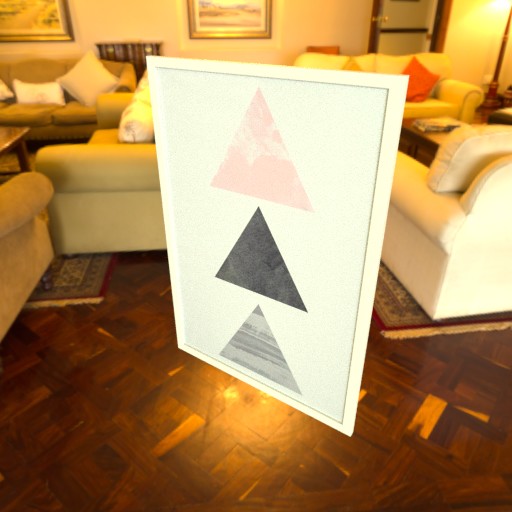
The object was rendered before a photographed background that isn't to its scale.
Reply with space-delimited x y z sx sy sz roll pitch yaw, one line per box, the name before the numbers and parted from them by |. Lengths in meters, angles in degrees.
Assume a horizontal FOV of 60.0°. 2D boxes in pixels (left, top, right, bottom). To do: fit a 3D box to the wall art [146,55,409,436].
wall art | 0.000 0.000 0.821 0.456 0.656 0.013 19 34 30
